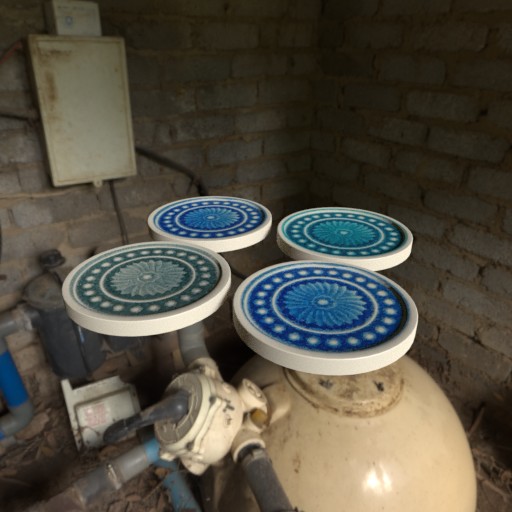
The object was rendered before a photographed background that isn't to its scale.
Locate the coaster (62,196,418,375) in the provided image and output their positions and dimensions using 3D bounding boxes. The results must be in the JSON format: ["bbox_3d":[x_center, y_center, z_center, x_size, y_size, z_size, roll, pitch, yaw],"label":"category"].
[{"bbox_3d":[0.000,0.000,0.330,0.224,0.010,0.220,7,27,14],"label":"coaster"}]
